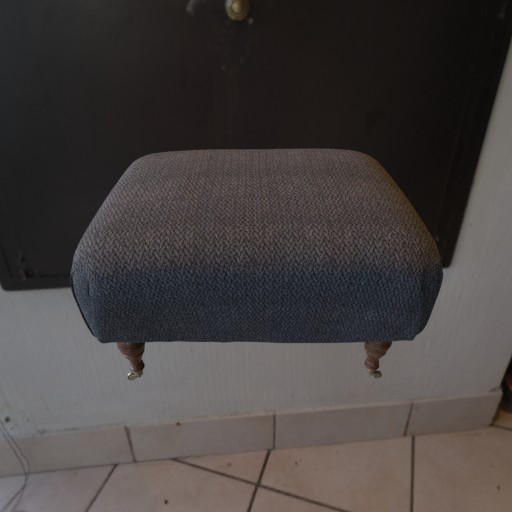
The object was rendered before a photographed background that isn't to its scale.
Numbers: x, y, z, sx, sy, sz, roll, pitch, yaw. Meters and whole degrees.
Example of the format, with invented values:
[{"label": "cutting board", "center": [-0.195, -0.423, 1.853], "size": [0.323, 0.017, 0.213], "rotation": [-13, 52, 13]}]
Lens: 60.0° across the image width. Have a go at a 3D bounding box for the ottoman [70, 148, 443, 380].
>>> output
[{"label": "ottoman", "center": [0.000, 0.000, 1.149], "size": [0.747, 0.450, 0.622], "rotation": [0, 32, -1]}]
